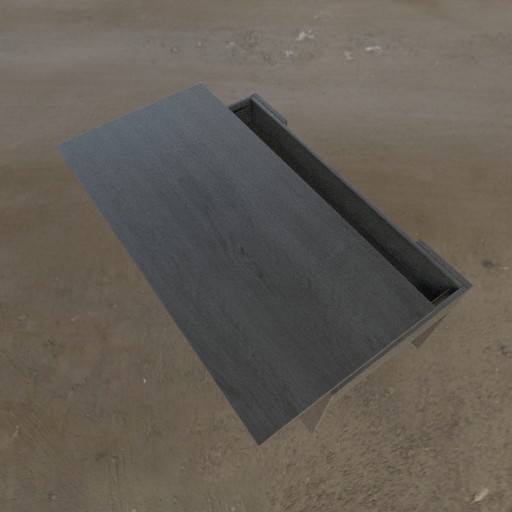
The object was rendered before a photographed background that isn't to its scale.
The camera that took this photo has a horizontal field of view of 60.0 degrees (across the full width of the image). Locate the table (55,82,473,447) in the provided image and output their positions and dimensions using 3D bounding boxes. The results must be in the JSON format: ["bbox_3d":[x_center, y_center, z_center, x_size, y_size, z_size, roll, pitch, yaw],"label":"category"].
[{"bbox_3d":[0.000,0.000,1.412,0.711,0.570,1.000,-31,62,-18],"label":"table"}]
